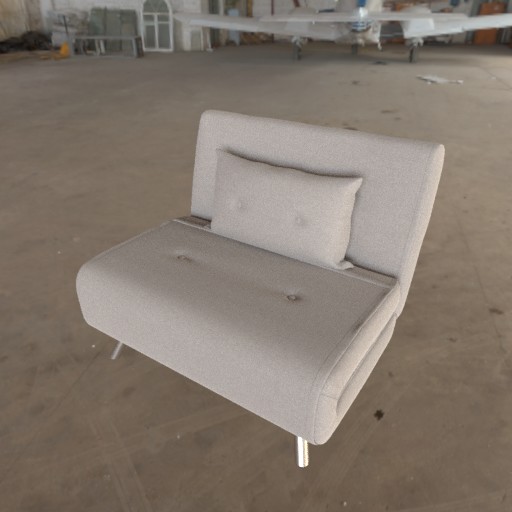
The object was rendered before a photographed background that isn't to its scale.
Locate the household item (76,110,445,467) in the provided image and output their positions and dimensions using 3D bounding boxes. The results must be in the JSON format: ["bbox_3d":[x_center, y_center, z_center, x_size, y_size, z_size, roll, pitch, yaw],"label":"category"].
[{"bbox_3d":[0.000,0.000,1.602,1.000,0.800,0.874,18,35,29],"label":"household item"}]
